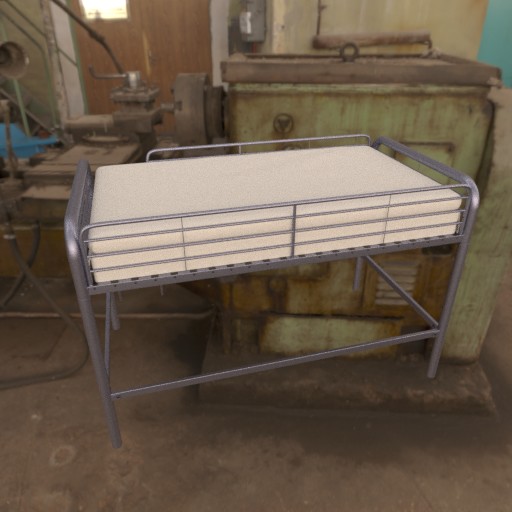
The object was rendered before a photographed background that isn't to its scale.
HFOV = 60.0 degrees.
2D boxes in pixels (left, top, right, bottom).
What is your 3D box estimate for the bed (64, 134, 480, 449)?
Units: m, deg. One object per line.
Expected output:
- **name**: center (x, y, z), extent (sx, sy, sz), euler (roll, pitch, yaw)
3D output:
- **bed**: center (0.000, 0.000, 2.847), extent (1.965, 1.288, 1.415), euler (-8, 30, -14)
